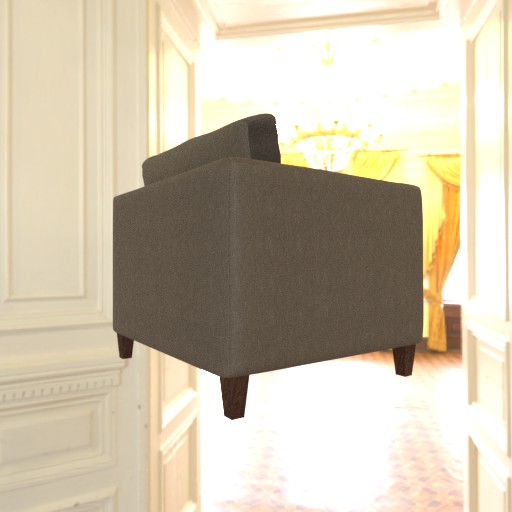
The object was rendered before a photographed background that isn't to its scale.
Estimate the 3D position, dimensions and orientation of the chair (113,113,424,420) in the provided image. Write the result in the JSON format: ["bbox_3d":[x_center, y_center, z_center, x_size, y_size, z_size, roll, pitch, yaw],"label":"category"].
[{"bbox_3d":[0.000,0.000,1.949,0.959,0.963,1.107,0,0,-35],"label":"chair"}]
